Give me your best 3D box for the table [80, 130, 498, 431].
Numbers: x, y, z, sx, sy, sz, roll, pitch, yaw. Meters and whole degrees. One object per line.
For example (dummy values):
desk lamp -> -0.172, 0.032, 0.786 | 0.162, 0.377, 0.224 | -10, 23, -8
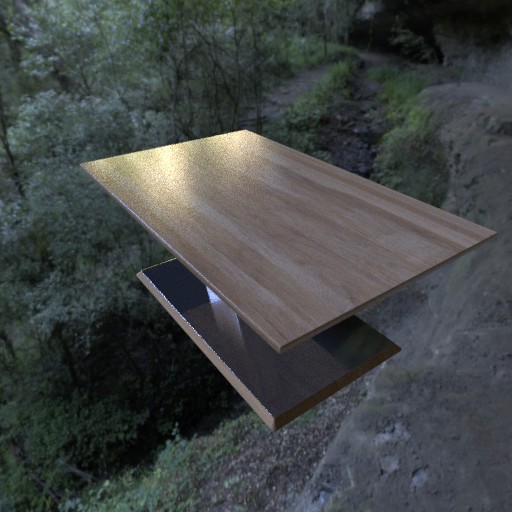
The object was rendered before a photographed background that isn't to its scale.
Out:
table -> 0.000, 0.000, 1.425 | 0.692, 0.441, 1.100 | -21, 38, -30
